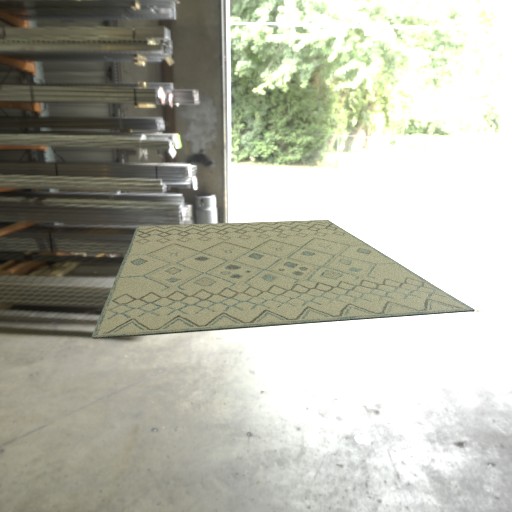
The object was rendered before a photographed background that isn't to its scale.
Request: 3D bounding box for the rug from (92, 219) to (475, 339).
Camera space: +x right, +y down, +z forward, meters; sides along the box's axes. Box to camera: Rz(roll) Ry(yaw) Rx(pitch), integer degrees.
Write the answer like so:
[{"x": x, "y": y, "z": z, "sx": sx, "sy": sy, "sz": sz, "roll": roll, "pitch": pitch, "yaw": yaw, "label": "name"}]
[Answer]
[{"x": 0.000, "y": 0.000, "z": 4.187, "sx": 2.441, "sy": 0.013, "sz": 3.056, "roll": -3, "pitch": 16, "yaw": -9, "label": "rug"}]
